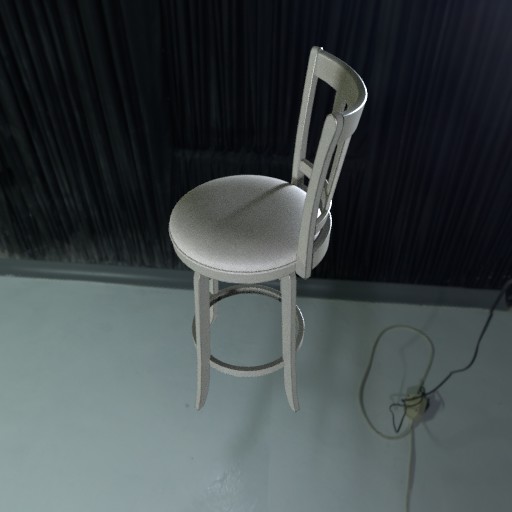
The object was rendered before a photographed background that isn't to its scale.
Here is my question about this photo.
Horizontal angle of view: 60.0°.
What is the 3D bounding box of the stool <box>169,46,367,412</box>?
[{"bbox_3d":[0.000,0.000,1.302,0.475,1.042,0.436,1,41,1],"label":"stool"}]
